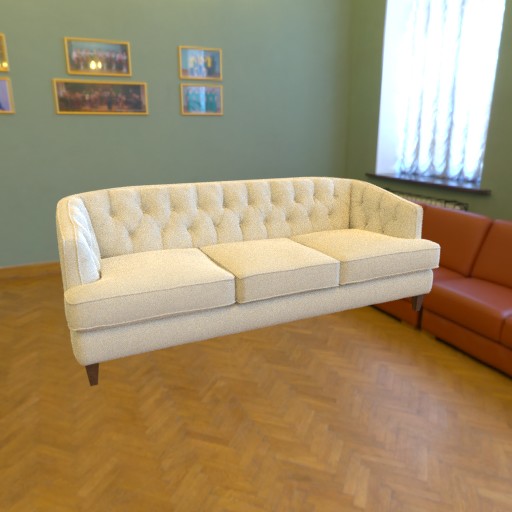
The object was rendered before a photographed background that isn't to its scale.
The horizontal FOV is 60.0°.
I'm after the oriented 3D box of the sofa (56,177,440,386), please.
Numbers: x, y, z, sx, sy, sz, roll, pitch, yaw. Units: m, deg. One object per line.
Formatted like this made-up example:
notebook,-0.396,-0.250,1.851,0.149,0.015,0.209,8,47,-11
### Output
sofa,0.000,0.000,2.795,2.278,0.855,0.941,-8,18,-25
